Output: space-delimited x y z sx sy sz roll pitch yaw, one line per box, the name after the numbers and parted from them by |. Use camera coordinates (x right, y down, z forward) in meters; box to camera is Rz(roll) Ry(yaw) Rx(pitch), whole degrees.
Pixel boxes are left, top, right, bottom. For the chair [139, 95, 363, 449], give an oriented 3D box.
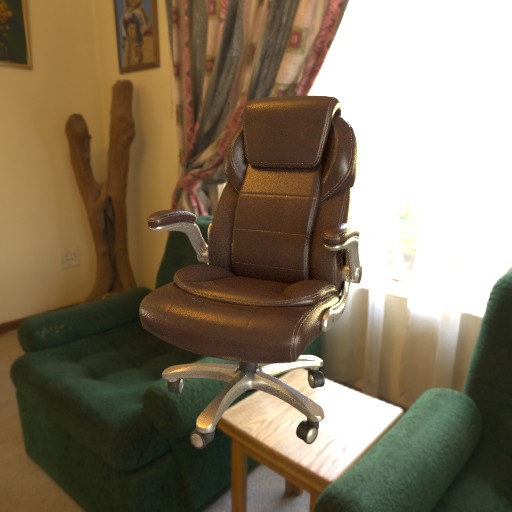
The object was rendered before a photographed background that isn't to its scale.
0.000 0.000 1.629 0.733 1.160 0.774 7 16 25 | chair
